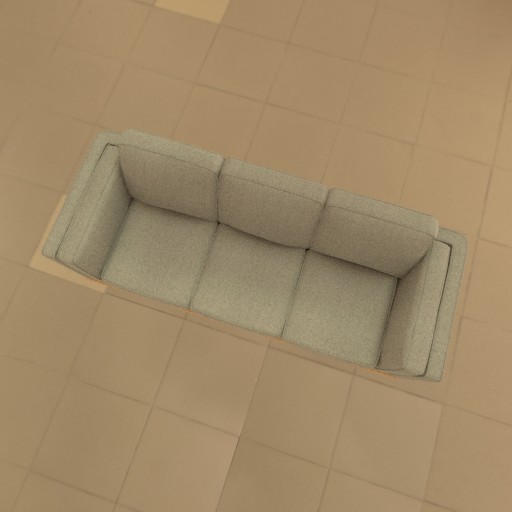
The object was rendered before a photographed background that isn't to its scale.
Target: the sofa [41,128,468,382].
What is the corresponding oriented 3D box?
[{"bbox_3d":[0.000,0.000,2.785,2.362,0.899,0.903,17,75,5],"label":"sofa"}]
